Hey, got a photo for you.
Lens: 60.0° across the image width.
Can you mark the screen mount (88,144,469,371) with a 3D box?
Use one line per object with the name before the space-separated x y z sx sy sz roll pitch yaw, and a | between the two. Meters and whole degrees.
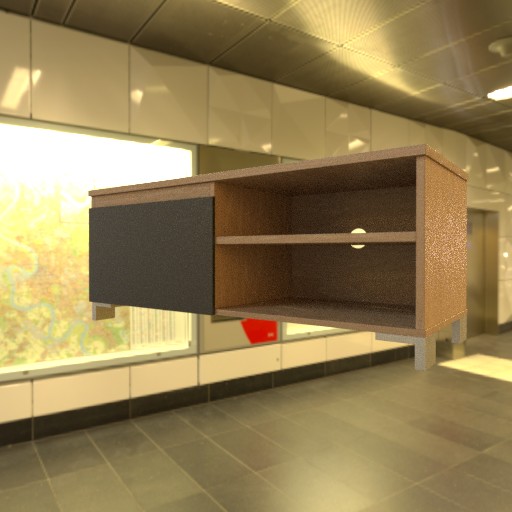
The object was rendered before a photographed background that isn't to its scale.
screen mount | 0.000 0.000 1.317 1.084 0.432 0.406 0 1 36
